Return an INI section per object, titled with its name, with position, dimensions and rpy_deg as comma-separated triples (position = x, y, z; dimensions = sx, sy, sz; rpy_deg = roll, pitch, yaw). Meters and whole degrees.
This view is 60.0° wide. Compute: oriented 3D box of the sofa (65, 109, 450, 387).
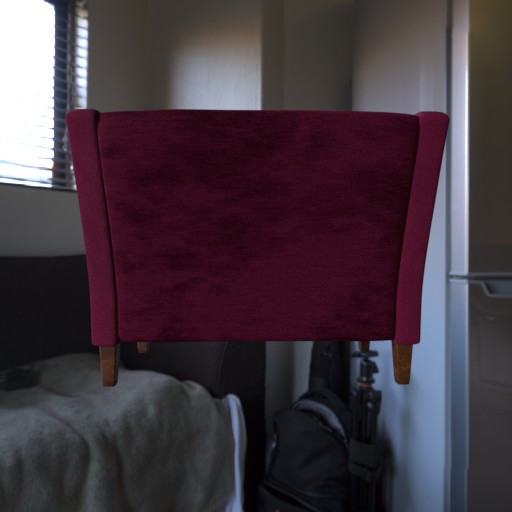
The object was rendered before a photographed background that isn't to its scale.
[sofa]
position = 0.000, 0.000, 1.885
dimensions = 1.242, 0.976, 0.946
rpy_deg = 0, 1, -1
